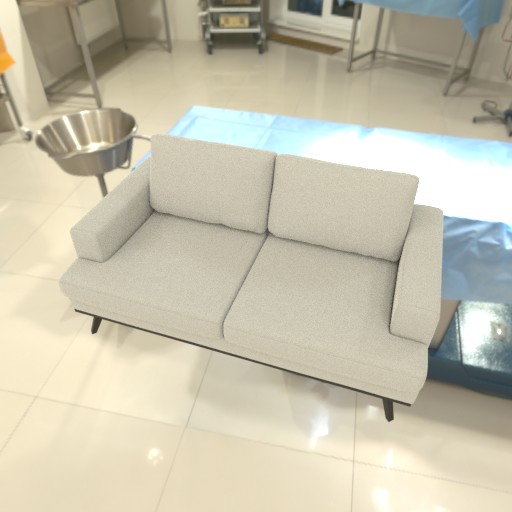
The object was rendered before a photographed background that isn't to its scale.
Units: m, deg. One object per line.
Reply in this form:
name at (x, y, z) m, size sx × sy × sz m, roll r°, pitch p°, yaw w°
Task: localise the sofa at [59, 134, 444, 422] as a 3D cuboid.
sofa at (0.000, 0.000, 2.153) m, size 1.650 × 0.810 × 0.920 m, roll 13°, pitch 43°, yaw 14°
